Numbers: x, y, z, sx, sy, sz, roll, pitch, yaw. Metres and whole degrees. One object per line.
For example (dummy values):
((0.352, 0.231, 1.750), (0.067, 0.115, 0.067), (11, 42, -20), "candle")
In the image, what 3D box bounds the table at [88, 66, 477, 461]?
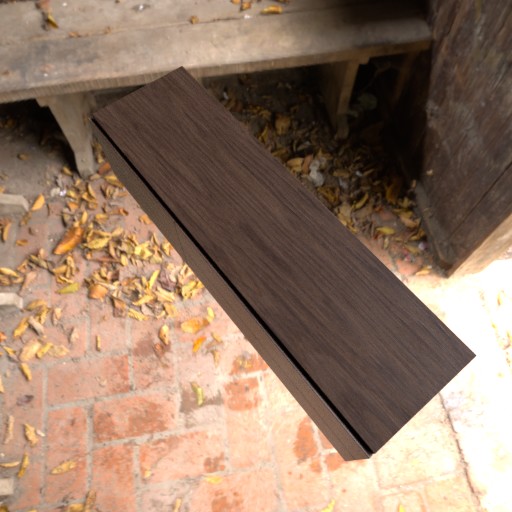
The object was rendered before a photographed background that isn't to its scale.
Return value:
((0.000, 0.000, 1.601), (0.405, 0.508, 1.397), (-36, 69, -16), "table")
